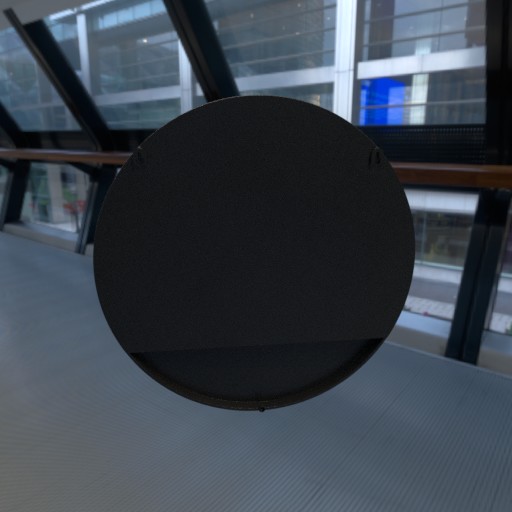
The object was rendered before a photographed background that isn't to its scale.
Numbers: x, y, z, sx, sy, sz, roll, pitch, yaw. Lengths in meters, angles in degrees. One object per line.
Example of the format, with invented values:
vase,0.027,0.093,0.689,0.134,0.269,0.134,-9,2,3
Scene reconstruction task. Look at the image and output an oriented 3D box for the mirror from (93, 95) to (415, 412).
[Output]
mirror,0.000,0.000,0.685,0.457,0.457,0.133,-2,13,-8
